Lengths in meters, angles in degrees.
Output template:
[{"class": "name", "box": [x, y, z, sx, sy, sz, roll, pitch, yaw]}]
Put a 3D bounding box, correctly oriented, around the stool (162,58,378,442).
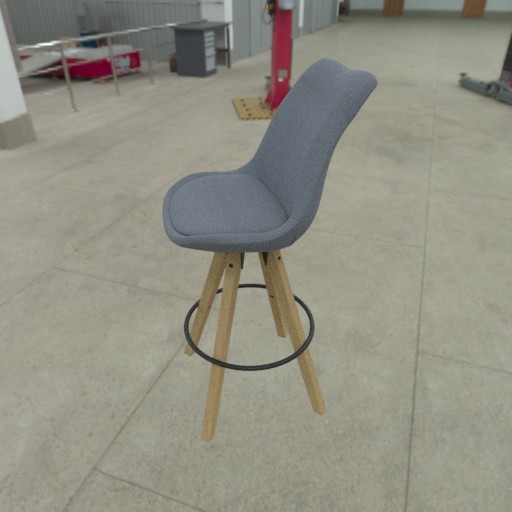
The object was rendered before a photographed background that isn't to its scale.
[{"class": "stool", "box": [0.000, 0.000, 1.413, 0.550, 1.115, 0.485, -8, 33, -13]}]
